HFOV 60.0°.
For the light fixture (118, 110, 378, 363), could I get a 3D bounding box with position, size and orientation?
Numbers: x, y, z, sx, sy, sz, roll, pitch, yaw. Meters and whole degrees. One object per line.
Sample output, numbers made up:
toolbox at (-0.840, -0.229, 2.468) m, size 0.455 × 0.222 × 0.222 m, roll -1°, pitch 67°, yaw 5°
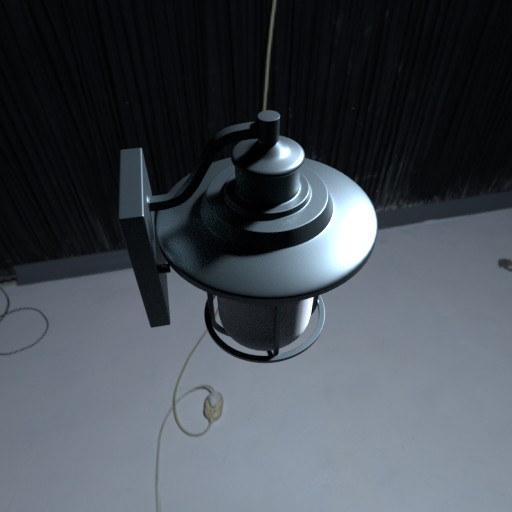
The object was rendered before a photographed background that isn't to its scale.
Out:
light fixture at (0.000, 0.000, 0.504) m, size 0.252 × 0.345 × 0.222 m, roll -8°, pitch 47°, yaw -8°
